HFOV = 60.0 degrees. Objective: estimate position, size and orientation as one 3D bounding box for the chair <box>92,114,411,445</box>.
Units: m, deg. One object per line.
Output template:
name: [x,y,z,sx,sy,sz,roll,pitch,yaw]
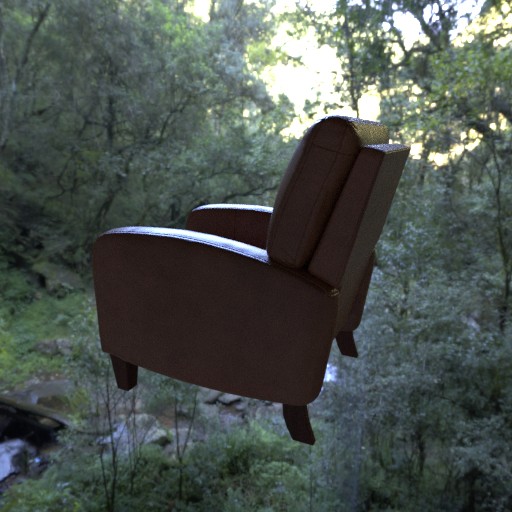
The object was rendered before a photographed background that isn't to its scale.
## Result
chair: [0.000,0.000,1.681,0.990,0.990,0.762,7,16,24]
